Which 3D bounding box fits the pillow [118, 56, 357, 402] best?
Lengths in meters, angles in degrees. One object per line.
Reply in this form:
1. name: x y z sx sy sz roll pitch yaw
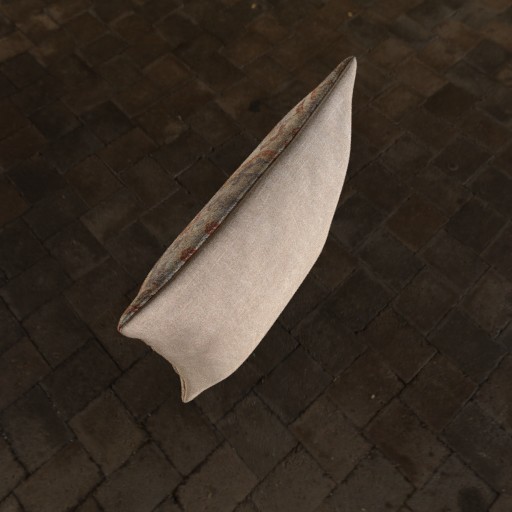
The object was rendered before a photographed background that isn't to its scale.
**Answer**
1. pillow: 0.000 0.000 0.787 0.166 0.506 0.523 31 67 15
